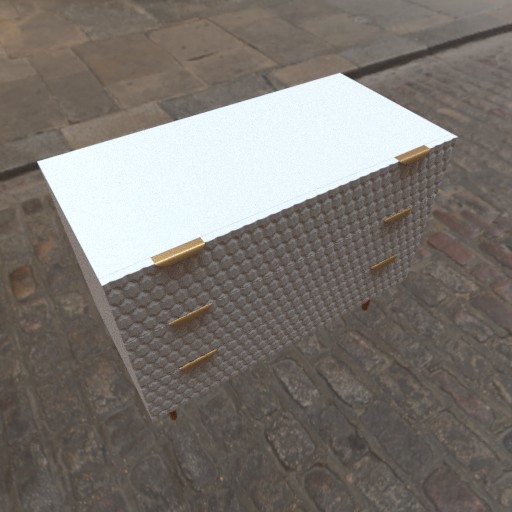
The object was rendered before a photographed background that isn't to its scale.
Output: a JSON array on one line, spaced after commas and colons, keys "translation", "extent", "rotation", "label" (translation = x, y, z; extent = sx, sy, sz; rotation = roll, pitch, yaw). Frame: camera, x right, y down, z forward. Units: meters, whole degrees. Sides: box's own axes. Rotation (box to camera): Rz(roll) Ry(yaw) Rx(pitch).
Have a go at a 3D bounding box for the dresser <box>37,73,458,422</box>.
[{"translation": [0.000, 0.000, 1.313], "extent": [0.905, 0.721, 0.457], "rotation": [-24, 50, -22], "label": "dresser"}]
